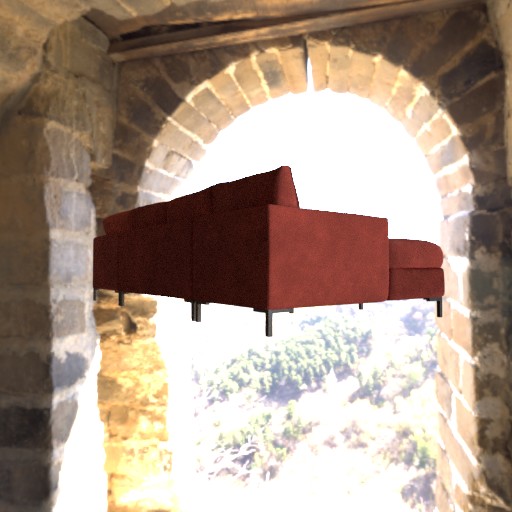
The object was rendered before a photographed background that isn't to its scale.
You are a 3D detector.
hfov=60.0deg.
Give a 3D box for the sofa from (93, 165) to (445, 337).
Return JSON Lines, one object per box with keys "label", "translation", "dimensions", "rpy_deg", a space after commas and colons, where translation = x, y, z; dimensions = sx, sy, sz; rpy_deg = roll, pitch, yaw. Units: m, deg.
{"label": "sofa", "translation": [0.000, 0.000, 3.824], "dimensions": [1.981, 0.858, 2.971], "rpy_deg": [1, -2, -36]}
